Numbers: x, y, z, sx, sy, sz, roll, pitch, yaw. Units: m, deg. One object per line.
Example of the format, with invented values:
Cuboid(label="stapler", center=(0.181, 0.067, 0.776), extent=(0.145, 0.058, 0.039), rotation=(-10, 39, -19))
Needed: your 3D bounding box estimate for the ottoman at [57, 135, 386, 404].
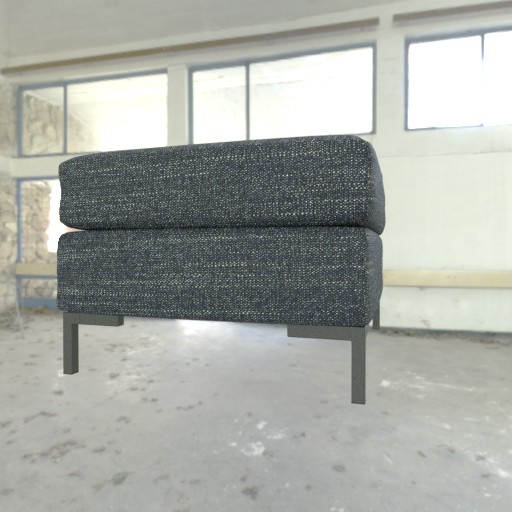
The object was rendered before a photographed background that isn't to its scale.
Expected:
Cuboid(label="ottoman", center=(0.000, 0.000, 1.204), extent=(0.667, 0.491, 0.814), rotation=(0, 1, 17))
